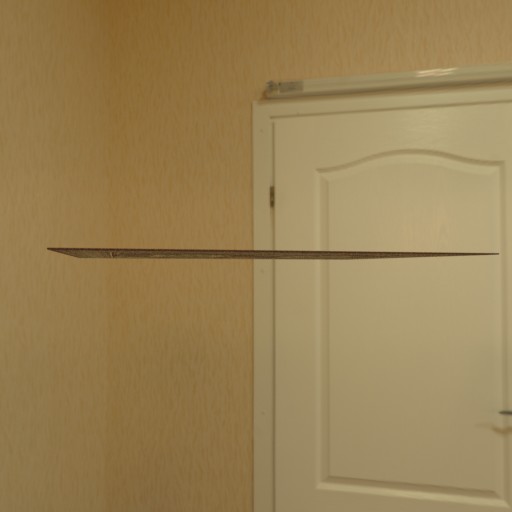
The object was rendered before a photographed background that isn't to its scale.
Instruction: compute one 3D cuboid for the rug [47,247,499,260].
[{"bbox_3d":[0.000,0.000,4.081,3.197,0.013,2.381,0,-2,-18],"label":"rug"}]
